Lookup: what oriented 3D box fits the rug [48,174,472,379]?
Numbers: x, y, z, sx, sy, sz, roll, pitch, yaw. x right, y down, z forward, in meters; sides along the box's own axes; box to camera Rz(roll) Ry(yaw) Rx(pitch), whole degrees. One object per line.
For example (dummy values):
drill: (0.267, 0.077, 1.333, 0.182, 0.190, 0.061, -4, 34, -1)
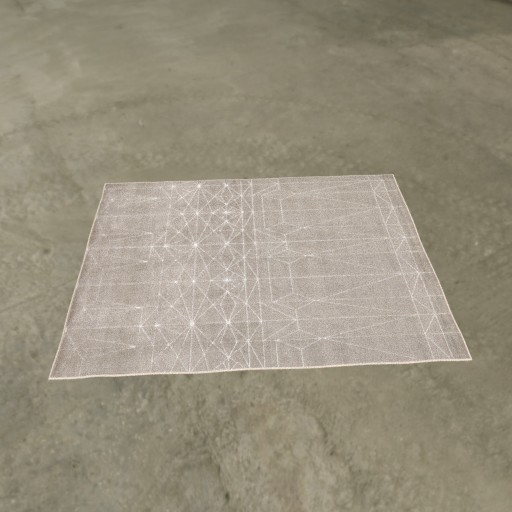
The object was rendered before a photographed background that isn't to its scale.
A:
rug: (0.000, 0.000, 4.319, 3.357, 0.019, 2.449, -2, 47, -2)
